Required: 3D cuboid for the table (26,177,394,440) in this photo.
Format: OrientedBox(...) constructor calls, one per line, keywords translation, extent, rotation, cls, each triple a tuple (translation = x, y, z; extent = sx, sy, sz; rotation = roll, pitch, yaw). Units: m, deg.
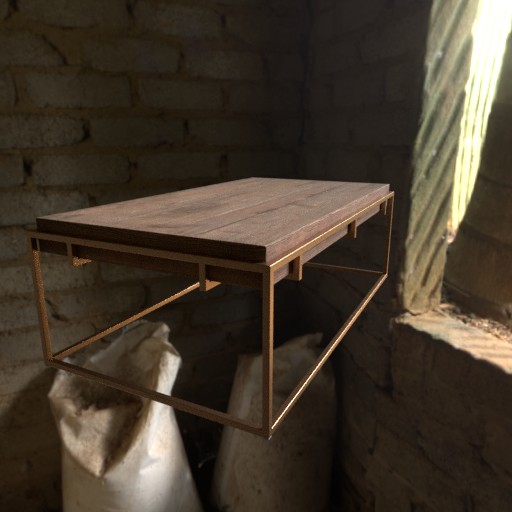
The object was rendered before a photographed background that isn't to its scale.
OrientedBox(translation=(0.000, 0.000, 1.747), extent=(0.775, 0.468, 1.387), rotation=(8, 17, 26), cls="table")
